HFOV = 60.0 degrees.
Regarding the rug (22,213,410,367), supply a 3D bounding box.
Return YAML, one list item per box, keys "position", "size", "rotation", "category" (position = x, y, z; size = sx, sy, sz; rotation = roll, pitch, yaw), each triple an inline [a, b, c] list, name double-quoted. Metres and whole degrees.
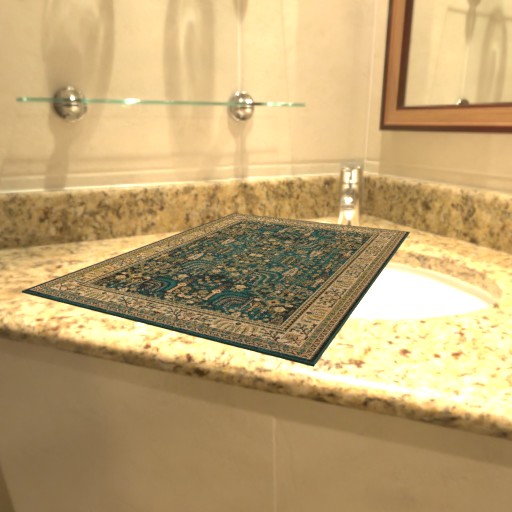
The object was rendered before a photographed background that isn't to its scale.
- position: [0.000, 0.000, 2.889]
  size: [1.594, 0.013, 2.213]
  rotation: [9, 19, 26]
  category: "rug"
